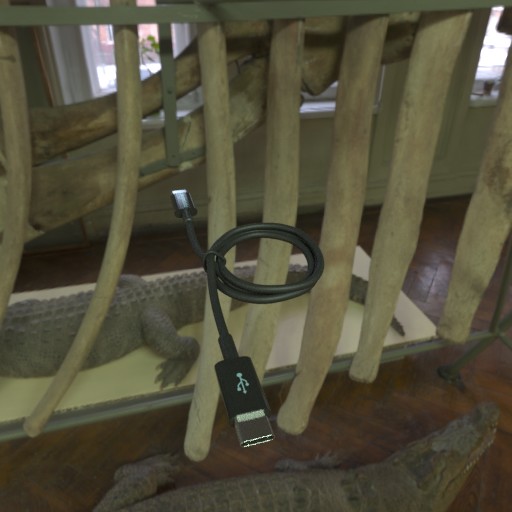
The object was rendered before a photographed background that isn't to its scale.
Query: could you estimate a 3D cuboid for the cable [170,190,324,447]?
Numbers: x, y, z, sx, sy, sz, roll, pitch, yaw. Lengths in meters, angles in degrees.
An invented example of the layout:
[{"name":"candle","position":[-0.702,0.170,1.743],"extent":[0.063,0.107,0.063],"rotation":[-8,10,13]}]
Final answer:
[{"name":"cable","position":[0.000,0.000,0.226],"extent":[0.070,0.014,0.203],"rotation":[-8,32,-13]}]
